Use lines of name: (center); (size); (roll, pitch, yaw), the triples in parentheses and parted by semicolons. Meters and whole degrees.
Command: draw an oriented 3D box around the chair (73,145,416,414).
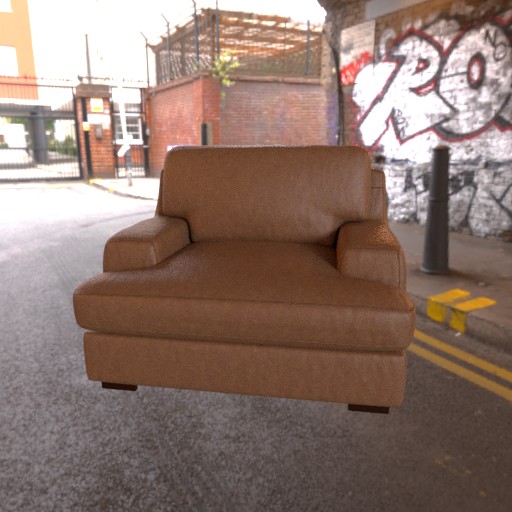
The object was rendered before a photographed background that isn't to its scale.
chair: (0.000, 0.000, 2.003); (1.276, 0.978, 1.050); (2, 14, 9)
